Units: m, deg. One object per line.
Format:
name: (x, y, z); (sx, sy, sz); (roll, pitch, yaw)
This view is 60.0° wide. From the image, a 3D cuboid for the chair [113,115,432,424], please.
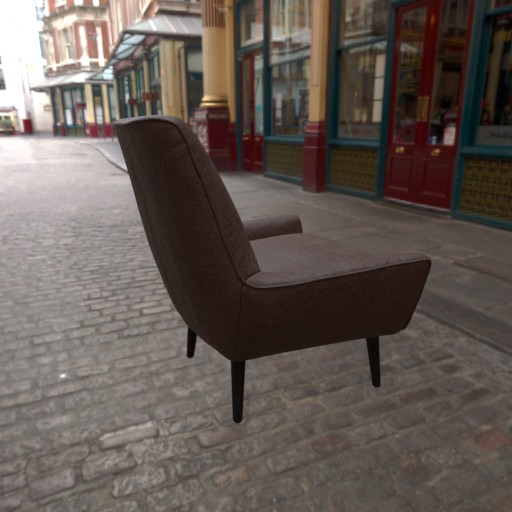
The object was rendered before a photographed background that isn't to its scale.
chair: (0.000, 0.000, 1.485); (0.824, 0.888, 0.787); (-8, 18, -26)
